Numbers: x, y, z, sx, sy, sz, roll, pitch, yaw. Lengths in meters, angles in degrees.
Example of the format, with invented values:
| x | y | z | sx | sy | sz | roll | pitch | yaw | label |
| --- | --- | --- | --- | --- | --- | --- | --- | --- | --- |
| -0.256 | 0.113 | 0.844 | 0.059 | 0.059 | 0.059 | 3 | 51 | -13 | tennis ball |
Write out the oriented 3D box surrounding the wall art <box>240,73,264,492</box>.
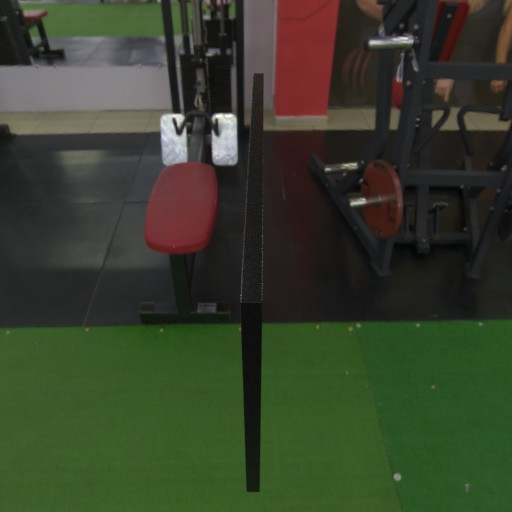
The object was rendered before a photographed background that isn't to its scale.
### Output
| x | y | z | sx | sy | sz | roll | pitch | yaw | label |
| --- | --- | --- | --- | --- | --- | --- | --- | --- | --- |
| 0.000 | 0.000 | 0.825 | 0.022 | 0.446 | 0.659 | 1 | 41 | 1 | wall art |
